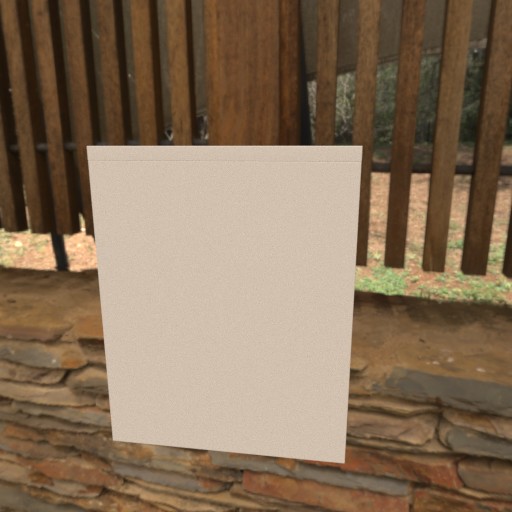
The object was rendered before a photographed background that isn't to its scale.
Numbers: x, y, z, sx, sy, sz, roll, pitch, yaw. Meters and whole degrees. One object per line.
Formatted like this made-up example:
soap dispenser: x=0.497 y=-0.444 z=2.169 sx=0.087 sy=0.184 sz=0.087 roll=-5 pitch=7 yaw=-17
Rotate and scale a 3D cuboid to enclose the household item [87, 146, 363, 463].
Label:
household item: x=0.000 y=0.000 z=1.557 sx=0.597 sy=0.749 sz=1.100 roll=2 pitch=14 yaw=8
